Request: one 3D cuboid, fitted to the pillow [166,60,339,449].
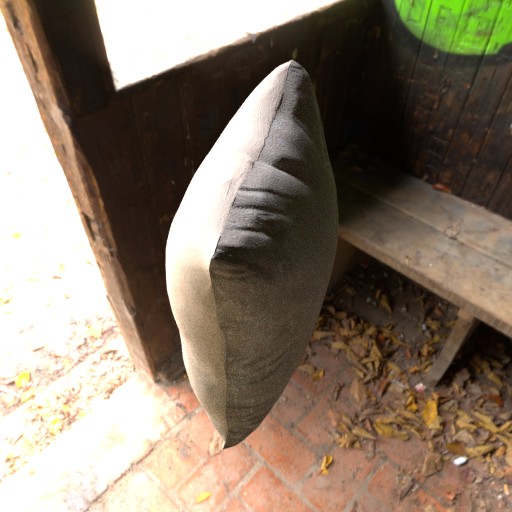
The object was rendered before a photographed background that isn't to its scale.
[{"bbox_3d":[0.000,0.000,0.705,0.245,0.448,0.450,11,47,10],"label":"pillow"}]
